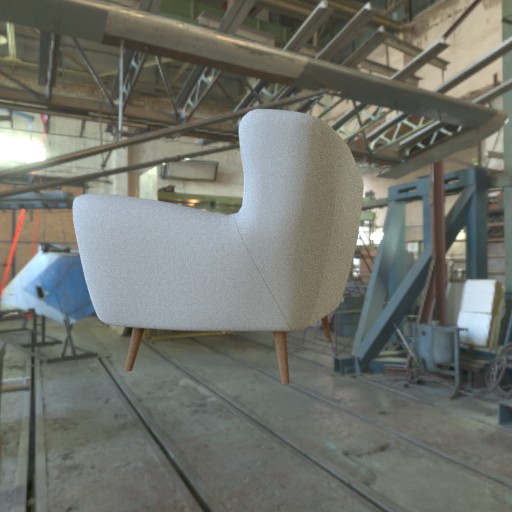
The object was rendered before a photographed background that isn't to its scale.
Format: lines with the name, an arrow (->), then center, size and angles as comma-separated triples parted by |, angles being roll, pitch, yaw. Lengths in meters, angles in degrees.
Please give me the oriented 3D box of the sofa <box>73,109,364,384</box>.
sofa -> 0.000, 0.000, 2.029 | 0.921, 0.878, 1.424 | 0, -1, 18
